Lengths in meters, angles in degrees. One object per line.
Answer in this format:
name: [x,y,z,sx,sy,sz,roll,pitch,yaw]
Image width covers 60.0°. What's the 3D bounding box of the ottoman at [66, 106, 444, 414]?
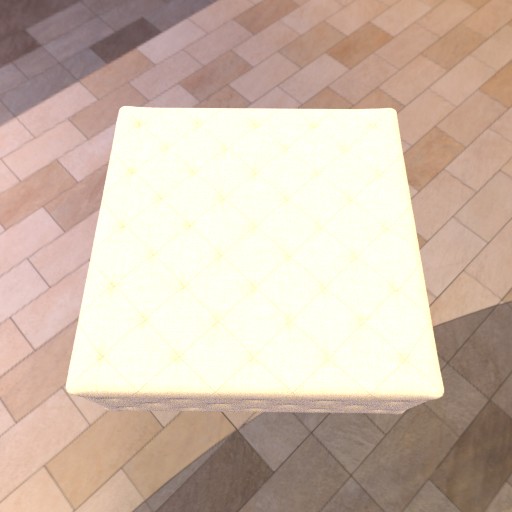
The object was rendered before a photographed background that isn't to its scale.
ottoman: [0.000,0.000,1.582,1.028,0.439,1.028,1,64,0]
